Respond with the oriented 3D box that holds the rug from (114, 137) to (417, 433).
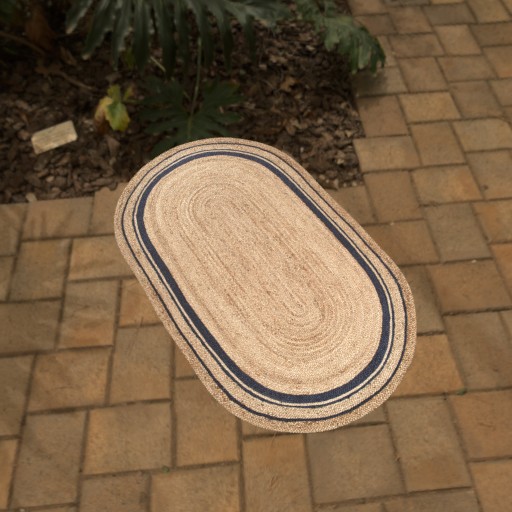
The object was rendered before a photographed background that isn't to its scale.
[{"bbox_3d":[0.000,0.000,3.029,1.520,0.006,2.432,-30,63,-17],"label":"rug"}]
